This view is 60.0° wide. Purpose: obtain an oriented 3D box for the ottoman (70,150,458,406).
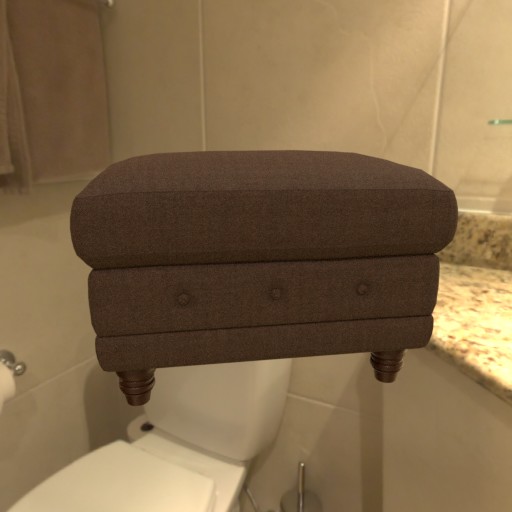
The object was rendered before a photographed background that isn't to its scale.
[{"bbox_3d":[0.000,0.000,1.200,0.809,0.555,0.599,-2,15,-9],"label":"ottoman"}]
